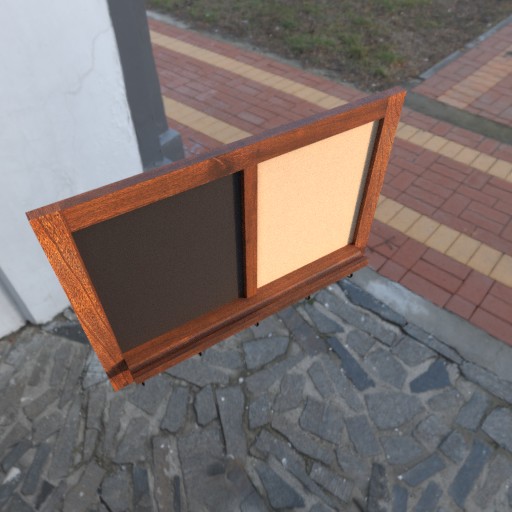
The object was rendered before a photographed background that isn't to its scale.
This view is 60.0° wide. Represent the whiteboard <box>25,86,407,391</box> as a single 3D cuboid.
[{"bbox_3d":[0.000,0.000,0.985,0.768,0.553,0.083,-24,52,-21],"label":"whiteboard"}]
